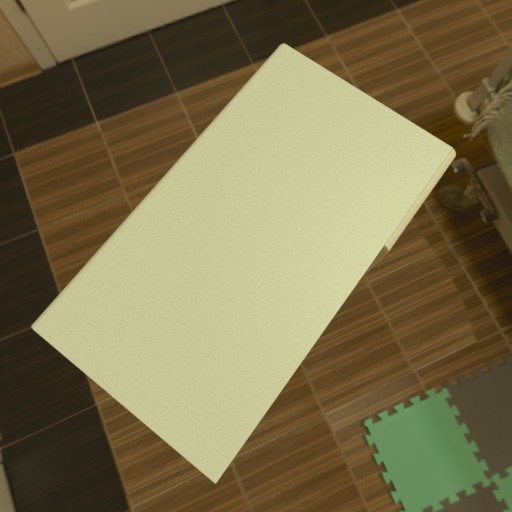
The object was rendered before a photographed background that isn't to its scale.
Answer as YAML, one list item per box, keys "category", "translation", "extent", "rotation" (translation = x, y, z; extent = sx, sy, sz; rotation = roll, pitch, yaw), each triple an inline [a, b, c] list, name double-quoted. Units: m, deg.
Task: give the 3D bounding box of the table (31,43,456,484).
- category: "table"
  translation: [0.000, 0.000, 1.413]
  extent: [0.639, 0.442, 1.097]
  rotation: [36, 77, 9]
